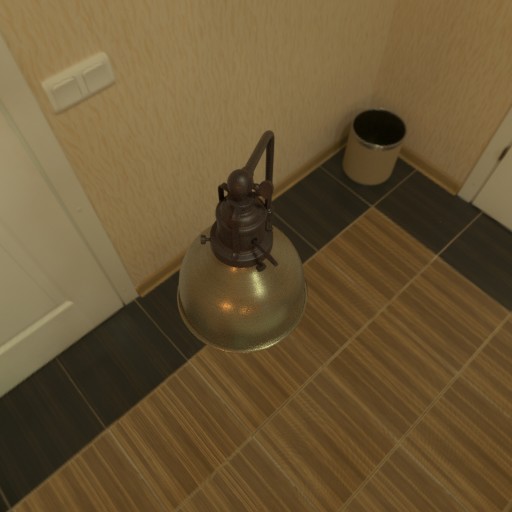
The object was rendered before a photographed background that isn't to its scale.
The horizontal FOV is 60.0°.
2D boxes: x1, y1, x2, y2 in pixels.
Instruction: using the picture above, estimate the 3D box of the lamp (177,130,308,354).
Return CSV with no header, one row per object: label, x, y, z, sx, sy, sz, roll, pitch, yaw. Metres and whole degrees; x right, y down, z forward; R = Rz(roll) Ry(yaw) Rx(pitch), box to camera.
lamp,0.000,0.000,0.622,0.175,0.469,0.298,16,61,9
